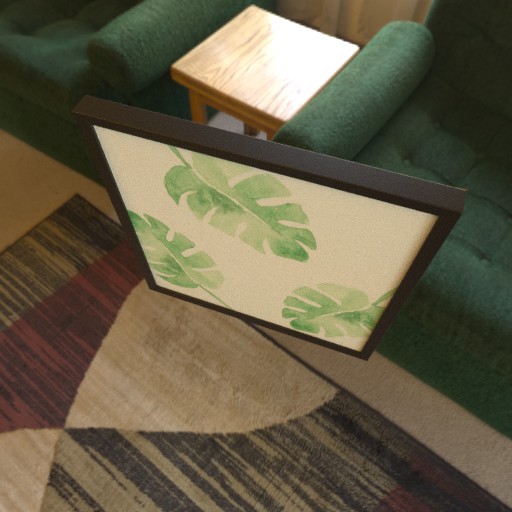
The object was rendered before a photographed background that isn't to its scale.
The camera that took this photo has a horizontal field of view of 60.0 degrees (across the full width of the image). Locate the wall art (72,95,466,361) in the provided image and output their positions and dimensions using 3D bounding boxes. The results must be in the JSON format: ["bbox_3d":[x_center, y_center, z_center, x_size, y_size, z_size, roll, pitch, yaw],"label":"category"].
[{"bbox_3d":[0.000,0.000,0.767,0.508,0.508,0.036,17,59,10],"label":"wall art"}]
